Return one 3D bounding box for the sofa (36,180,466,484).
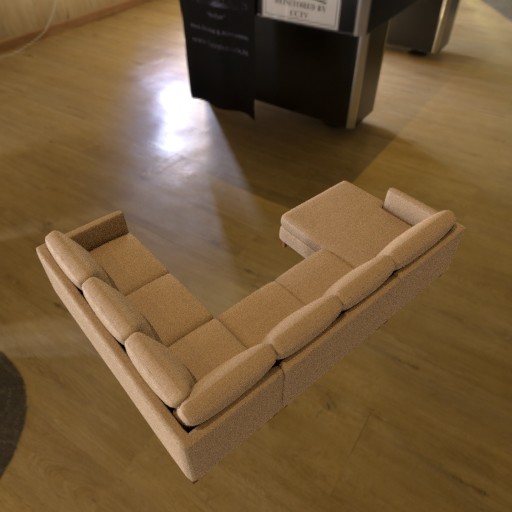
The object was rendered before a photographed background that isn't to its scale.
[{"bbox_3d":[0.000,0.000,4.468,3.403,0.889,2.551,-31,52,-28],"label":"sofa"}]
